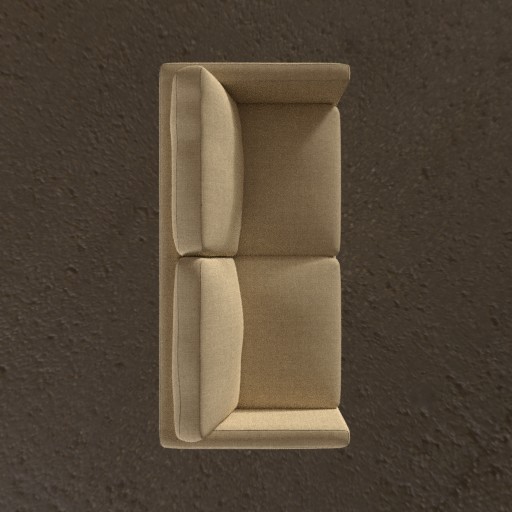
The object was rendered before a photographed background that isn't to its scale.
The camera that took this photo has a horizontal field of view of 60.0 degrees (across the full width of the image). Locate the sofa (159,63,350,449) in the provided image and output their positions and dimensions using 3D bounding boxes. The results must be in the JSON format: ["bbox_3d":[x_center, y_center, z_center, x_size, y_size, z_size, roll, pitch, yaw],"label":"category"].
[{"bbox_3d":[0.000,0.000,2.407,0.950,0.963,1.884,0,90,0],"label":"sofa"}]
